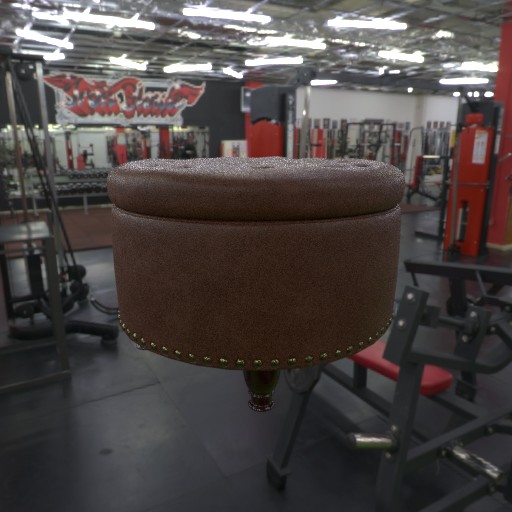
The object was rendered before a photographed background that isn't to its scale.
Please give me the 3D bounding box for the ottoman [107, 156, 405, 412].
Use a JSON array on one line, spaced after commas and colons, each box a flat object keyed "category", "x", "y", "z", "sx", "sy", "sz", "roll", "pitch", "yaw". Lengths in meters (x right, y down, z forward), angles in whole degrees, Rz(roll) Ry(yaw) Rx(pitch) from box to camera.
[{"category": "ottoman", "x": 0.000, "y": 0.000, "z": 1.038, "sx": 0.637, "sy": 0.442, "sz": 0.637, "roll": 0, "pitch": 14, "yaw": 0}]
